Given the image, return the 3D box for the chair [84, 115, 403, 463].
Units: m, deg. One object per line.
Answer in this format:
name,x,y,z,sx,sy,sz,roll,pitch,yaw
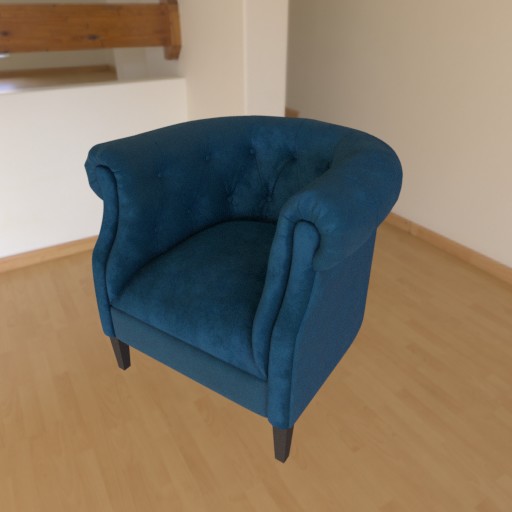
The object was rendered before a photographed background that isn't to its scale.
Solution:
chair,0.000,0.000,1.567,0.904,0.826,0.851,18,34,29
